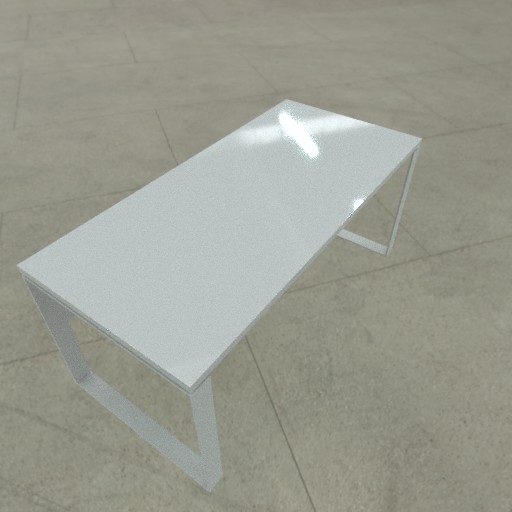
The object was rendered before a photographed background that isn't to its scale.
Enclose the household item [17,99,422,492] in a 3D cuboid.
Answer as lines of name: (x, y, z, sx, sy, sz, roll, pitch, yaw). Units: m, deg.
household item: (0.000, 0.000, 2.108, 0.800, 0.745, 1.700, 26, 49, 26)
